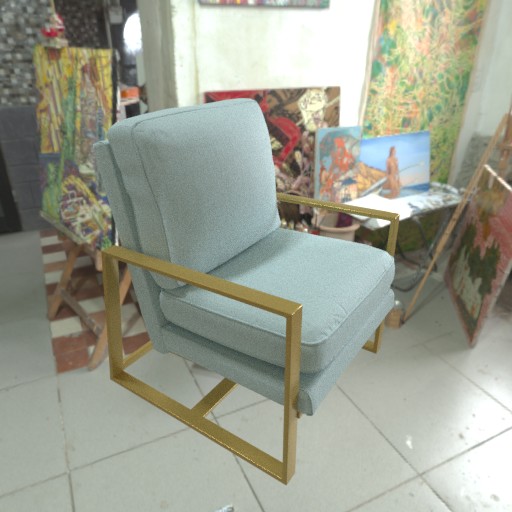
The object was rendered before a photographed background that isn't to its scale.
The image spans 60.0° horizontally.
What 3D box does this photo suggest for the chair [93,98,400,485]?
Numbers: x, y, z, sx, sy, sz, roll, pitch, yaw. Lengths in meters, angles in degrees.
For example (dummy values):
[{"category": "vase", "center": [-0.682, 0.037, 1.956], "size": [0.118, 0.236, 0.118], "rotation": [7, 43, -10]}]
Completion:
[{"category": "chair", "center": [0.000, 0.000, 1.520], "size": [0.813, 0.956, 0.758], "rotation": [17, 32, 30]}]
